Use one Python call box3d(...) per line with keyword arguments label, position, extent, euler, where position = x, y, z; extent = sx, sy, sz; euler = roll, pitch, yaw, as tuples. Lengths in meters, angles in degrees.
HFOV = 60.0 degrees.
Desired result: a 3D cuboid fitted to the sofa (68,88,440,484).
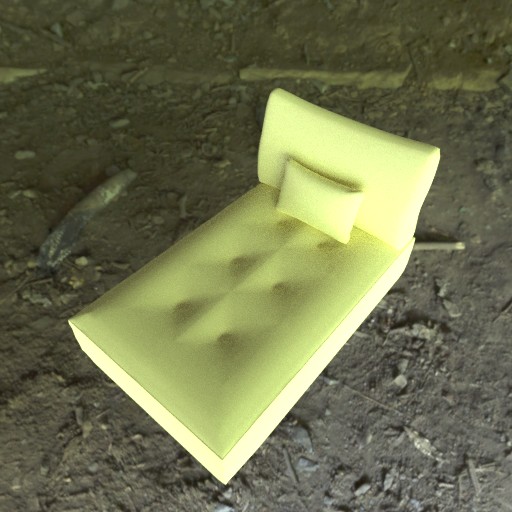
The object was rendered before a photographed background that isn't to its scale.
box3d(label="sofa", position=(0.000, 0.000, 1.992), extent=(0.930, 0.820, 1.450), euler=(31, 53, 27))
